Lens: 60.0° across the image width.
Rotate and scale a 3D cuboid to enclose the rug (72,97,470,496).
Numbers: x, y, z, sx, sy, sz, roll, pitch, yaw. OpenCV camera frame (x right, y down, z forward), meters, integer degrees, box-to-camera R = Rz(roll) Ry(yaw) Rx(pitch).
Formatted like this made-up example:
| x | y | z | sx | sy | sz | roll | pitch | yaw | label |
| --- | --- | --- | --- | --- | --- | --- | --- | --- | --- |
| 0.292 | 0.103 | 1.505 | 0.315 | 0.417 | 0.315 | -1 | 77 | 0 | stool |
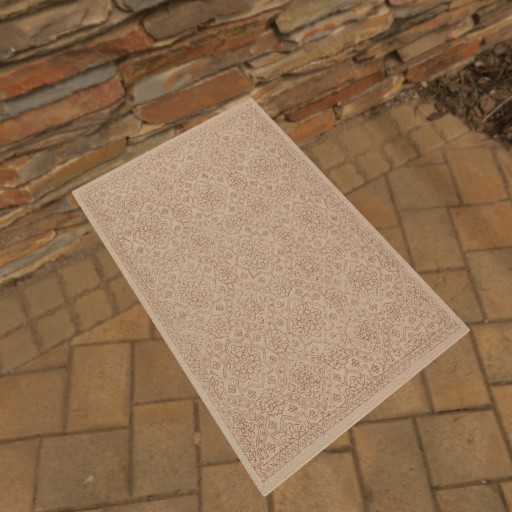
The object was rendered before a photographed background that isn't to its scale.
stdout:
| x | y | z | sx | sy | sz | roll | pitch | yaw | label |
| --- | --- | --- | --- | --- | --- | --- | --- | --- | --- |
| 0.000 | 0.000 | 2.291 | 1.219 | 0.010 | 1.829 | -33 | 69 | -14 | rug |
